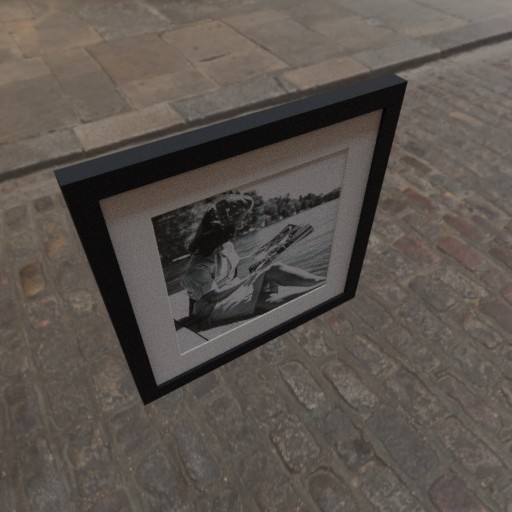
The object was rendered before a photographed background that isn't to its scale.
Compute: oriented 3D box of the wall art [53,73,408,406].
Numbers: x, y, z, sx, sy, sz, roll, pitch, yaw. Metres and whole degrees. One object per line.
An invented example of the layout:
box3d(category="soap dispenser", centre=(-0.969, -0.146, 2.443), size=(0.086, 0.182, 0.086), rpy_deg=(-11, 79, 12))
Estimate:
box3d(category="wall art", centre=(0.000, 0.000, 0.687), size=(0.462, 0.458, 0.030), rpy_deg=(-23, 49, -21))
